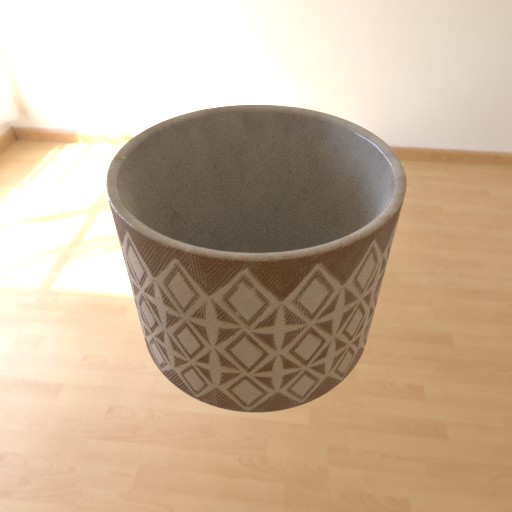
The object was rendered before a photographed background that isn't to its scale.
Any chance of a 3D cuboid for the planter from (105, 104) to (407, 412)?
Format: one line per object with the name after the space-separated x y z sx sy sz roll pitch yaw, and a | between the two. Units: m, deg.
0.000 0.000 0.346 0.193 0.165 0.193 0 41 0 | planter
